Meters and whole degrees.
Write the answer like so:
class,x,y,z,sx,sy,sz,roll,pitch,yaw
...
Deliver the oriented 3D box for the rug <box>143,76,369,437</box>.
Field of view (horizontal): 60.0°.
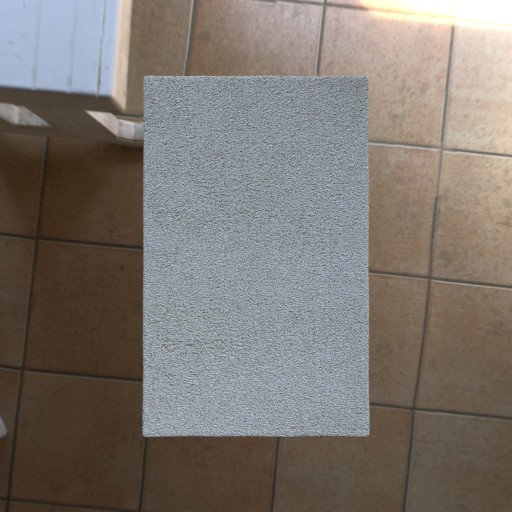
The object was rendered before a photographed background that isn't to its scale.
class,x,y,z,sx,sy,sz,roll,pitch,yaw
rug,0.000,0.000,2.995,1.524,0.030,2.438,0,90,0
